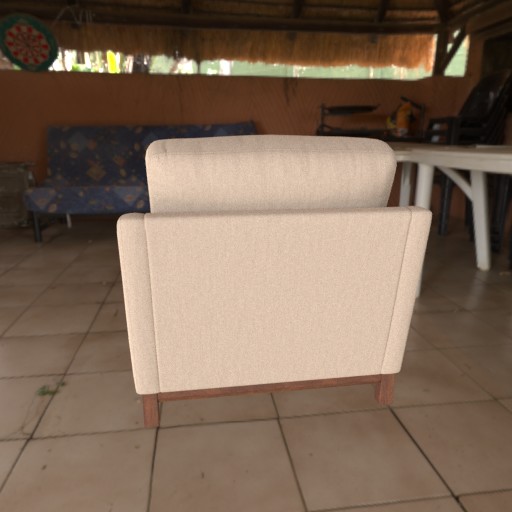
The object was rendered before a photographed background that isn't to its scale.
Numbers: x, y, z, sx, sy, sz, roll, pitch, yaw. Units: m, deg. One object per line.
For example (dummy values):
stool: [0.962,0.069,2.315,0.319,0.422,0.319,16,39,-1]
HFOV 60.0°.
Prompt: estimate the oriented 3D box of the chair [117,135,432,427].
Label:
chair: [0.000,0.000,1.743,0.912,0.916,1.001,-2,15,-9]
